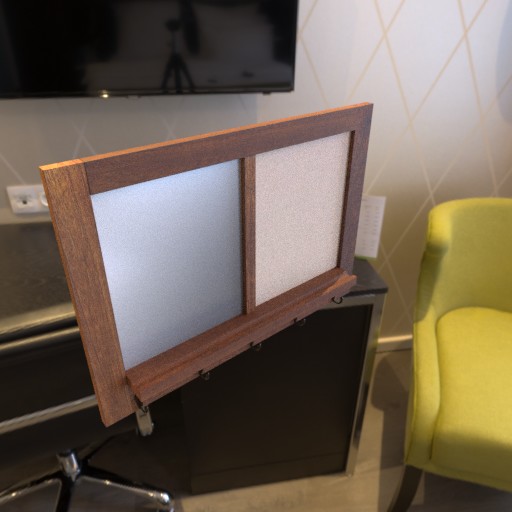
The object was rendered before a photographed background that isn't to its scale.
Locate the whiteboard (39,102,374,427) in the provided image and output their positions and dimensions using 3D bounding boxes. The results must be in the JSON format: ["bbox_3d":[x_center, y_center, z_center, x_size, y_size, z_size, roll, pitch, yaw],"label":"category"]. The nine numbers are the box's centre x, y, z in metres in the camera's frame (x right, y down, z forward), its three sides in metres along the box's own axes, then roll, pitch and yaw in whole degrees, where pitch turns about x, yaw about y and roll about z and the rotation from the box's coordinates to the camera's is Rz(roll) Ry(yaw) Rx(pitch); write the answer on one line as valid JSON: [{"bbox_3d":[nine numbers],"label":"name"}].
[{"bbox_3d":[0.000,0.000,0.995,0.783,0.559,0.083,-22,37,-34],"label":"whiteboard"}]
